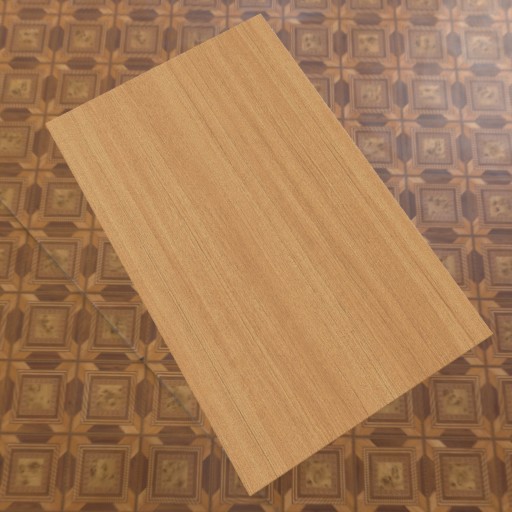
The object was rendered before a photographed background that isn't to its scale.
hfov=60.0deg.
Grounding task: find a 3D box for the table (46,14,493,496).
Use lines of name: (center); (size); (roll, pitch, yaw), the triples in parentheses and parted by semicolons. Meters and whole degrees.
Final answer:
table: (0.000, 0.000, 1.516); (0.700, 0.734, 1.100); (-31, 78, -7)
